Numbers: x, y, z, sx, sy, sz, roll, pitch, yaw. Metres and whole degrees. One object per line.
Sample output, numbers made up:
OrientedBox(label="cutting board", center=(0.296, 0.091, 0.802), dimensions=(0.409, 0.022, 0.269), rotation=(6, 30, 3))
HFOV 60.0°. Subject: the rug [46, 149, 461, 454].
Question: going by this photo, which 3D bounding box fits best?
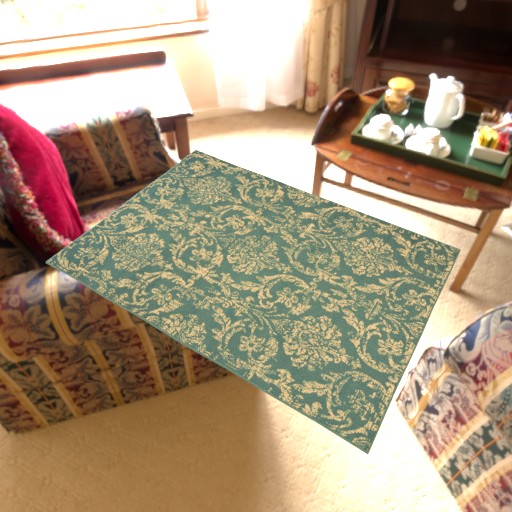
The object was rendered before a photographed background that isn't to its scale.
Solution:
OrientedBox(label="rug", center=(0.000, 0.000, 2.874), dimensions=(2.205, 0.012, 1.554), rotation=(25, 51, 22))
